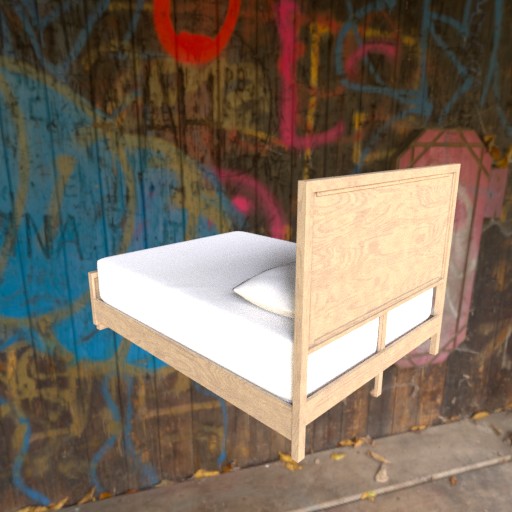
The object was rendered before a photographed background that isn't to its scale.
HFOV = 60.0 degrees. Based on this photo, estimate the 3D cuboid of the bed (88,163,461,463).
[{"bbox_3d":[0.000,0.000,3.286,1.606,1.369,2.189,-15,21,-43],"label":"bed"}]
